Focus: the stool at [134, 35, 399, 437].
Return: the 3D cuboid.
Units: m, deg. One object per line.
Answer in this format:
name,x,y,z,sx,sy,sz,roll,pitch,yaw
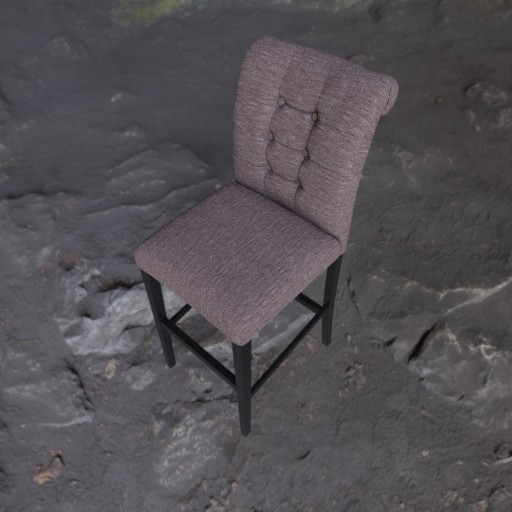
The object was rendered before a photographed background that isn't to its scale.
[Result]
stool,0.000,0.000,1.432,0.452,1.131,0.613,33,55,28
